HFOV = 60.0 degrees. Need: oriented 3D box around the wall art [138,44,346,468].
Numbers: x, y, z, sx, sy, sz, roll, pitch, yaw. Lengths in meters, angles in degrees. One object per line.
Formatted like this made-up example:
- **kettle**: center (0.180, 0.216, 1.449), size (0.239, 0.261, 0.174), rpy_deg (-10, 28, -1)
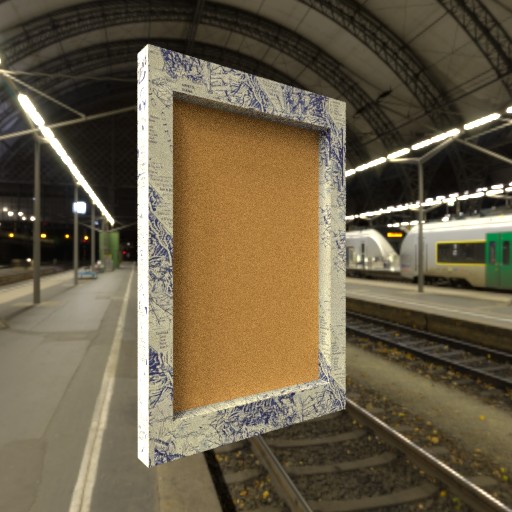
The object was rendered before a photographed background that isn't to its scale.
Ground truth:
- **wall art**: center (0.000, 0.000, 0.478), size (0.255, 0.376, 0.025), rpy_deg (0, 0, -36)
